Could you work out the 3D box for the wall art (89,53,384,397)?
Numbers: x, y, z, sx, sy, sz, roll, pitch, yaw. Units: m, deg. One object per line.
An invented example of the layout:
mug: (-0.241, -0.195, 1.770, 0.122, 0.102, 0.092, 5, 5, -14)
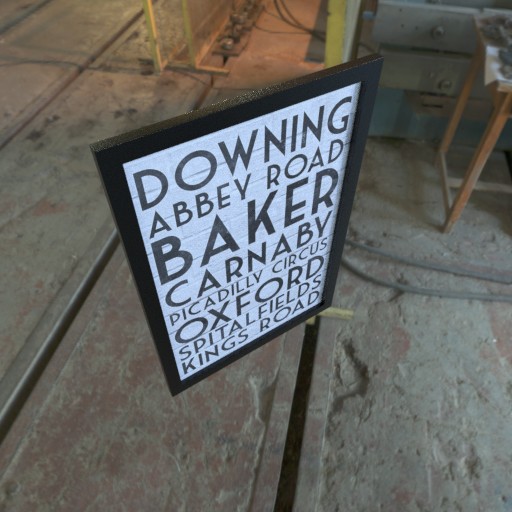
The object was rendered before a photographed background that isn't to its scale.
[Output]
wall art: (0.000, 0.000, 0.849, 0.462, 0.656, 0.019, -26, 53, -22)
